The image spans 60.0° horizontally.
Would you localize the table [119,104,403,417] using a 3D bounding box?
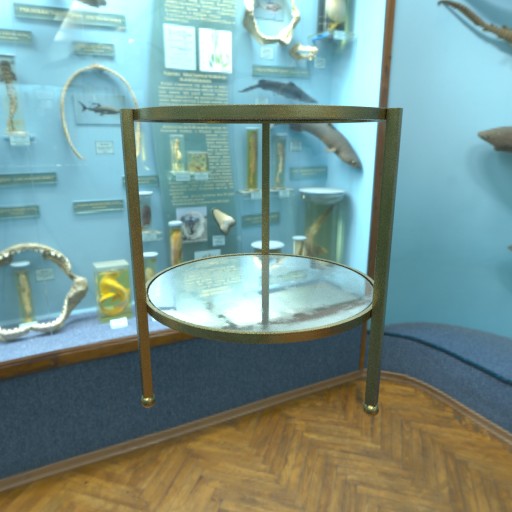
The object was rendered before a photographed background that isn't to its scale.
[{"bbox_3d":[0.000,0.000,0.435,0.243,0.269,0.231,-8,17,-25],"label":"table"}]
